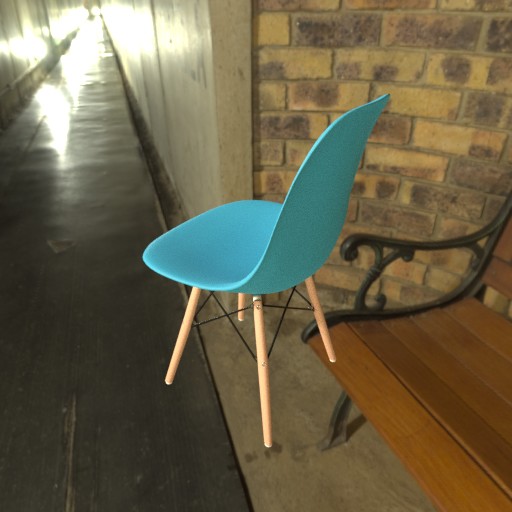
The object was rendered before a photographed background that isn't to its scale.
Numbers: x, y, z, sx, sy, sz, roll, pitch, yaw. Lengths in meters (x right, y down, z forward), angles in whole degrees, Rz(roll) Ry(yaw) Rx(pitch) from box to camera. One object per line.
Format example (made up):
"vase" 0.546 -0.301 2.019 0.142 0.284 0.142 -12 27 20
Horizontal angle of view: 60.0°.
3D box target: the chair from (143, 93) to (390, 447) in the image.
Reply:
"chair" 0.000 0.000 1.127 0.531 0.826 0.470 20 36 29
